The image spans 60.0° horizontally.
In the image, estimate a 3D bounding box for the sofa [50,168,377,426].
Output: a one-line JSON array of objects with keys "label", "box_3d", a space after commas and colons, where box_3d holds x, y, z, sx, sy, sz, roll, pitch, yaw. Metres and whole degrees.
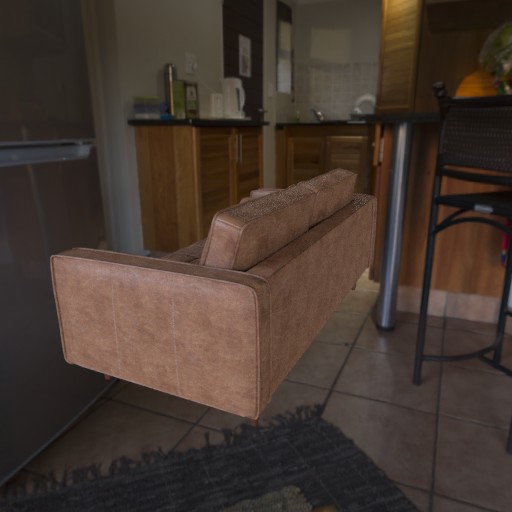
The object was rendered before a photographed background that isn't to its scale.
[{"label": "sofa", "box_3d": [0.000, 0.000, 2.417, 0.924, 0.825, 1.920, 8, 19, 24]}]
